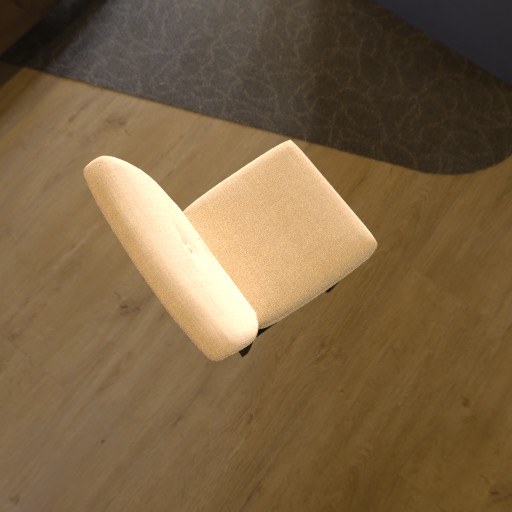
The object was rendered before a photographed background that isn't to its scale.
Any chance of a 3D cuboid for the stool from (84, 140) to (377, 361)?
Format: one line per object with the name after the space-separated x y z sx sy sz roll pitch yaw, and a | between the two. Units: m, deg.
0.000 0.000 1.468 0.603 1.124 0.516 -35 77 -9 | stool
